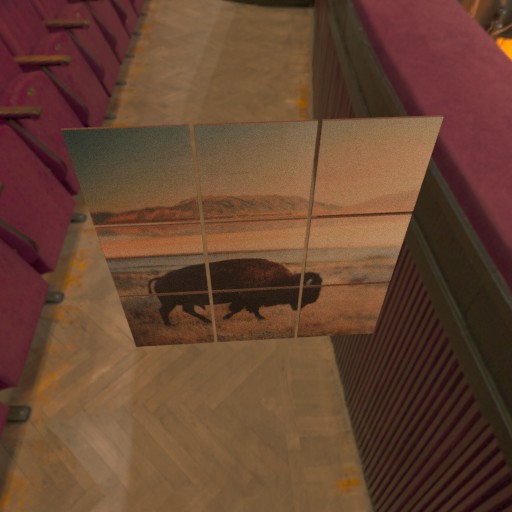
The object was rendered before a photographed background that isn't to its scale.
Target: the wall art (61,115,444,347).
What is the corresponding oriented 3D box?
[{"bbox_3d":[0.000,0.000,2.323,1.533,1.532,0.019,-3,46,-3],"label":"wall art"}]
